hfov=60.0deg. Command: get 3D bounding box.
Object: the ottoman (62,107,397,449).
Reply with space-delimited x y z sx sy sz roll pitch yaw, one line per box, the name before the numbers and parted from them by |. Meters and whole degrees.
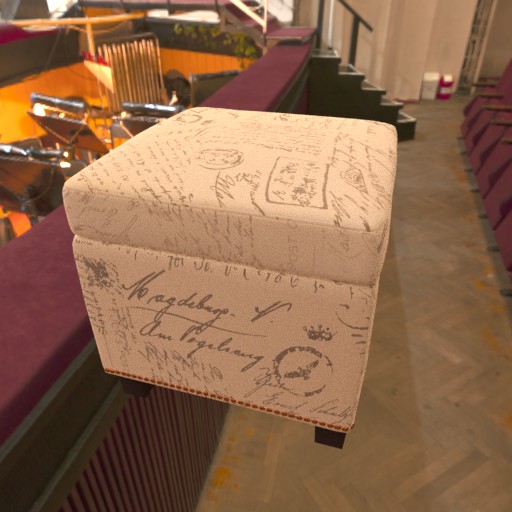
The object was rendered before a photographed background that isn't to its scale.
ottoman | 0.000 0.000 0.834 0.450 0.457 0.449 9 33 14
